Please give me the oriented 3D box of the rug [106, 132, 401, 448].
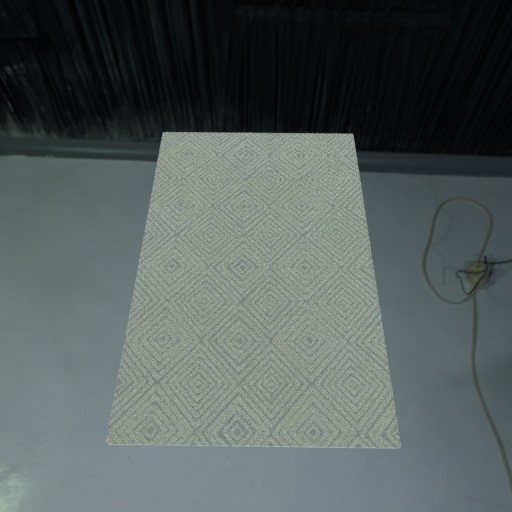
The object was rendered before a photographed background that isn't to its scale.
[{"bbox_3d":[0.000,0.000,2.191,1.143,0.008,1.753,1,57,0],"label":"rug"}]
